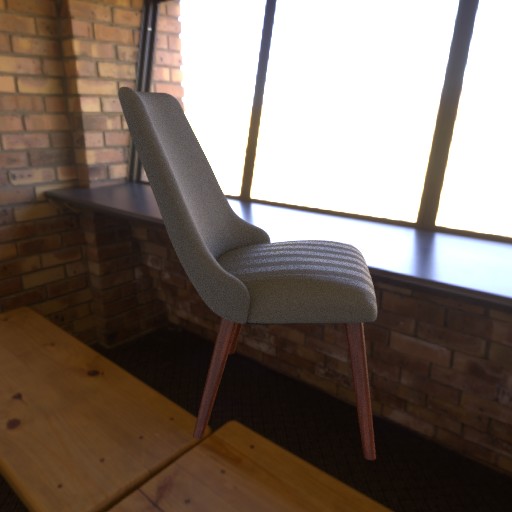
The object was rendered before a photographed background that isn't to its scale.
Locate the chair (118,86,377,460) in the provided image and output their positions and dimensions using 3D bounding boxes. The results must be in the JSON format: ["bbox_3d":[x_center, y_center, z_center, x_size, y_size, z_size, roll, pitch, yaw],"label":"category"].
[{"bbox_3d":[0.000,0.000,1.299,0.707,0.918,0.535,3,18,8],"label":"chair"}]
